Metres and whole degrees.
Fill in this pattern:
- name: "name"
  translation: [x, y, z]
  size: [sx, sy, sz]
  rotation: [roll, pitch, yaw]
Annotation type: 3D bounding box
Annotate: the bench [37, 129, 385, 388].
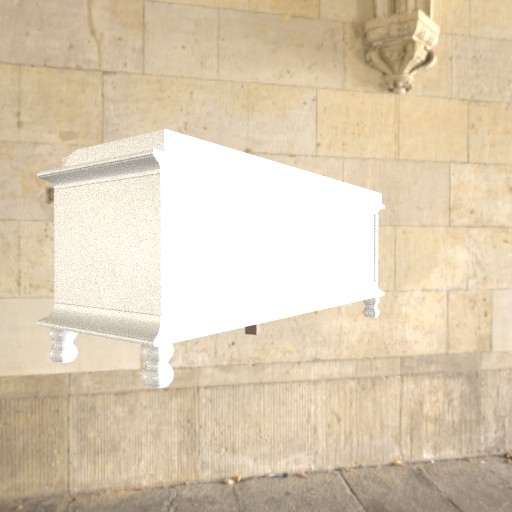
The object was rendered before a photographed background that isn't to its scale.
- name: "bench"
  translation: [0.000, 0.000, 1.393]
  size: [0.402, 0.486, 1.185]
  rotation: [0, 1, 36]
